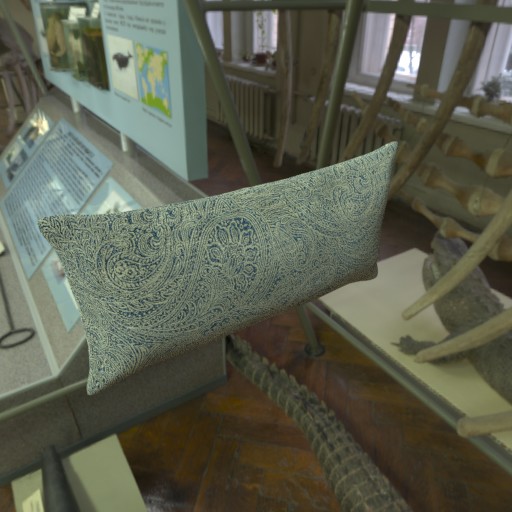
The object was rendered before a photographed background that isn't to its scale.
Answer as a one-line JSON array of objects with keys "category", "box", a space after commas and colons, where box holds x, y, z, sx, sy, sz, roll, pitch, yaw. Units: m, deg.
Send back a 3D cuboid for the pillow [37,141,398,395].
[{"category": "pillow", "box": [0.000, 0.000, 0.739, 0.615, 0.295, 0.151, -18, 35, -28]}]
